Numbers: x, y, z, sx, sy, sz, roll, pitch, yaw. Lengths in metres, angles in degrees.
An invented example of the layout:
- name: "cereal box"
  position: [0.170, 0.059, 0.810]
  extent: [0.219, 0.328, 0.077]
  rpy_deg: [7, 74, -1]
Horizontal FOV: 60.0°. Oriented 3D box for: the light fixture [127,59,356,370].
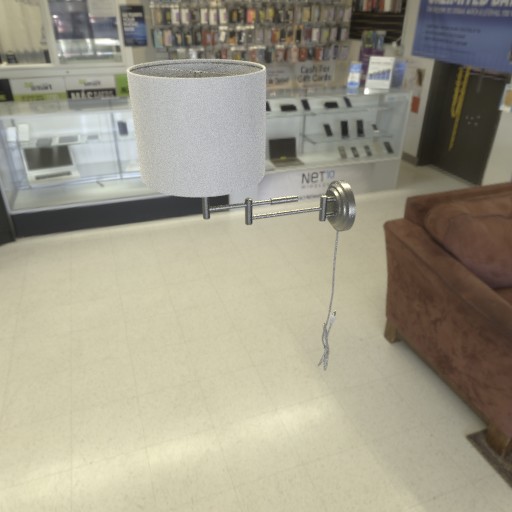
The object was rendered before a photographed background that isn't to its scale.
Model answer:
- name: "light fixture"
  position: [0.000, 0.000, 1.055]
  extent: [0.479, 0.842, 0.253]
  rpy_deg: [-9, 32, -15]
